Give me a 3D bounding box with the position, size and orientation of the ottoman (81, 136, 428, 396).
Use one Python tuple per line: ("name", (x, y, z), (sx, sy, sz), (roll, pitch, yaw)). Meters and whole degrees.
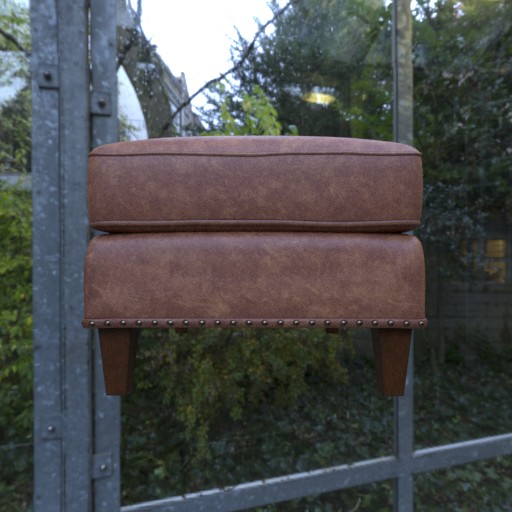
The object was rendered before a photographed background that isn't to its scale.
("ottoman", (0.000, 0.000, 1.099), (0.586, 0.486, 0.742), (0, 0, 0))
